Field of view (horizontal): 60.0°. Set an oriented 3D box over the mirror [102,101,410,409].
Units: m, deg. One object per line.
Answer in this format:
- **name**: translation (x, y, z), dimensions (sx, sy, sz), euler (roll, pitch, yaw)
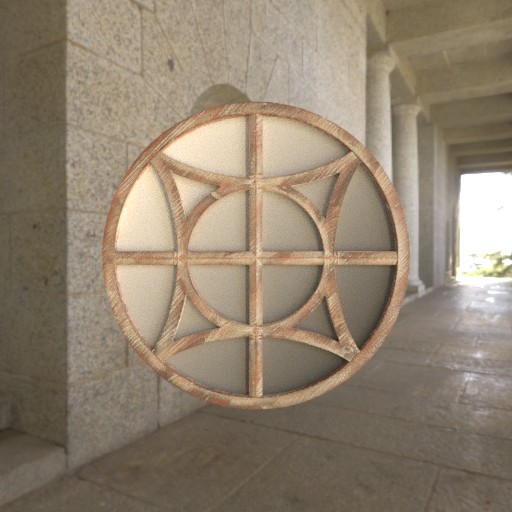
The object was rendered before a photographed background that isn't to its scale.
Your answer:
- **mirror**: translation (0.000, 0.000, 1.041), dimensions (0.710, 0.710, 0.038), euler (0, 1, 0)
